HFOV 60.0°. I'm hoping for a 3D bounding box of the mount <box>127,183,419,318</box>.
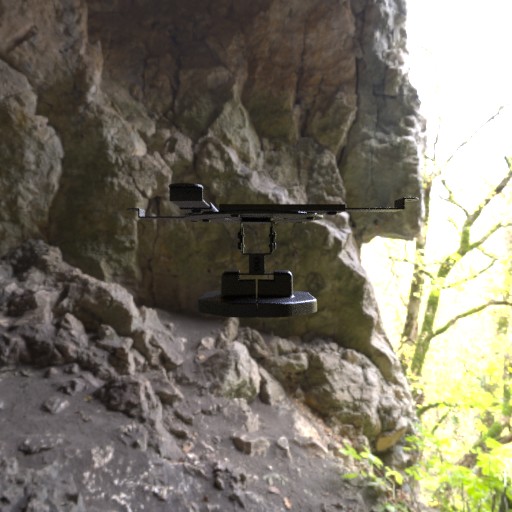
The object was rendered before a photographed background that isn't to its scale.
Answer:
[{"bbox_3d":[0.000,0.000,0.610,0.394,0.141,0.394,0,1,0],"label":"mount"}]
